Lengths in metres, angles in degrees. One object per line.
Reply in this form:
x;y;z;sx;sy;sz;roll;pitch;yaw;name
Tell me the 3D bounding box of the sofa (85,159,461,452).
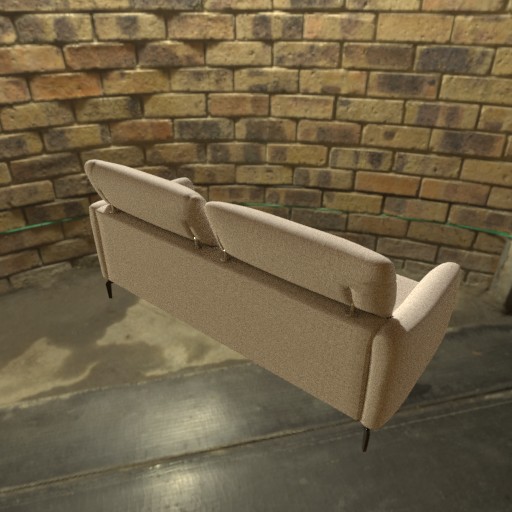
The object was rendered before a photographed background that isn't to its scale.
0.000;0.000;2.467;2.015;0.956;0.856;22;37;32;sofa
